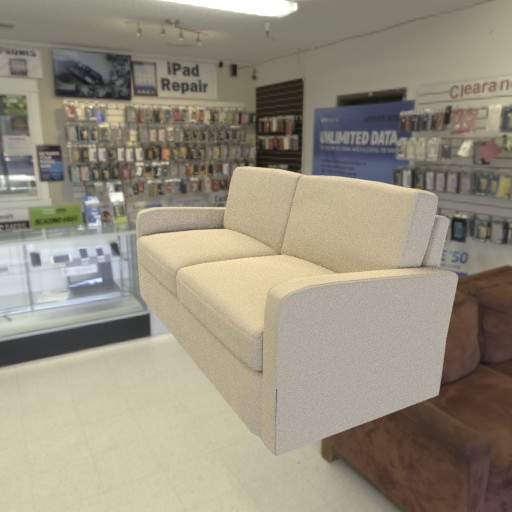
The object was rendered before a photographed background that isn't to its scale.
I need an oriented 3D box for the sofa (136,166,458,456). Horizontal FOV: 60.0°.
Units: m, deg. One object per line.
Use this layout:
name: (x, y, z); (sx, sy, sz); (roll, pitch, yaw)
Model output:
sofa: (0.000, 0.000, 2.294); (0.894, 0.831, 1.808); (-8, 17, -27)
